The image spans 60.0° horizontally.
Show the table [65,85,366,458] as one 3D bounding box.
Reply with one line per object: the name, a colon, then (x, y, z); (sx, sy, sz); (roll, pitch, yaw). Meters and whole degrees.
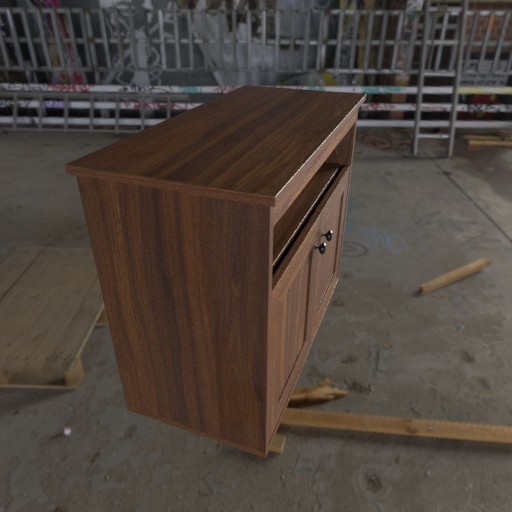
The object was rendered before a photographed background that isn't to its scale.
table: (0.000, 0.000, 1.203); (0.390, 0.725, 0.802); (11, 33, 18)
